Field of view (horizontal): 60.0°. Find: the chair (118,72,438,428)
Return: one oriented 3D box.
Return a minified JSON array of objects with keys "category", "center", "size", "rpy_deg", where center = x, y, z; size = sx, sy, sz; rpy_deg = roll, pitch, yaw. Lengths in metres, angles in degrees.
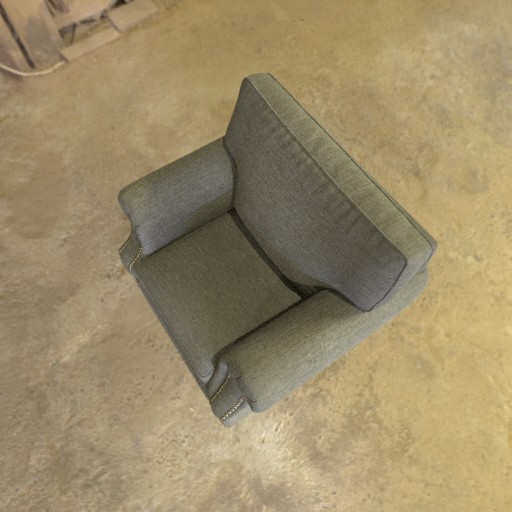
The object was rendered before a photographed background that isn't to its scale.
[{"category":"chair","center":[0.000,0.000,1.876],"size":[0.965,0.961,1.092],"rpy_deg":[-31,67,-15]}]
